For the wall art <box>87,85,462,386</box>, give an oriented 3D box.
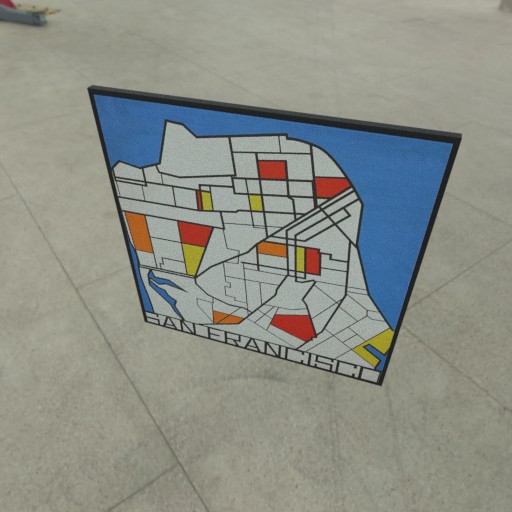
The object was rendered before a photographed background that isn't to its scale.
[{"bbox_3d":[0.000,0.000,0.671,0.458,0.457,0.013,12,42,14],"label":"wall art"}]
